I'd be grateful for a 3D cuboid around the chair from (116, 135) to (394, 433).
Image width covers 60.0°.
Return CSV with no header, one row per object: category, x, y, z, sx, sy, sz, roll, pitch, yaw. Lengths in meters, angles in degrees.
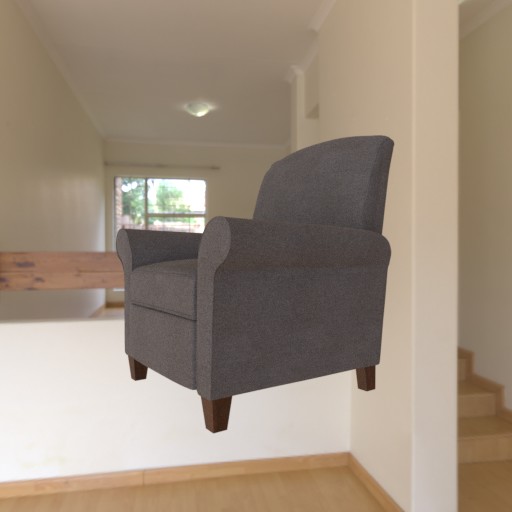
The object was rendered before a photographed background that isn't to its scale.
chair,0.000,0.000,1.859,0.905,1.061,0.978,0,1,-35
